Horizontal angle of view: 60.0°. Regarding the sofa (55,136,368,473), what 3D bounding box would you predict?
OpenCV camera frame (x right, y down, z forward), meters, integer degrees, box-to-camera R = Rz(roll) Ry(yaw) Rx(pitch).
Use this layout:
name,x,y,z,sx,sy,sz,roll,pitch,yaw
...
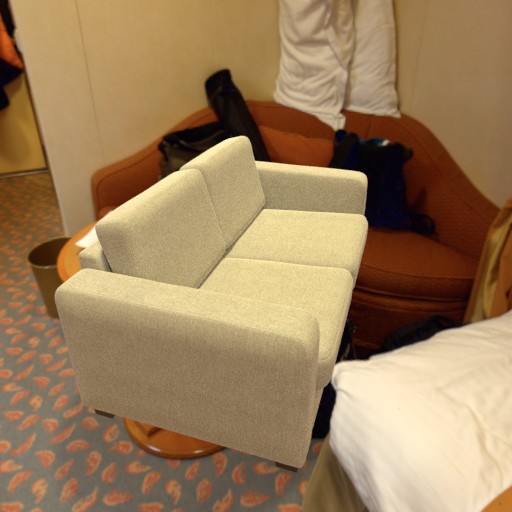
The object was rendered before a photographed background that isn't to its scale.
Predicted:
name,x,y,z,sx,sy,sz,roll,pitch,yaw
sofa,0.000,0.000,2.021,0.900,0.800,1.540,9,30,16
